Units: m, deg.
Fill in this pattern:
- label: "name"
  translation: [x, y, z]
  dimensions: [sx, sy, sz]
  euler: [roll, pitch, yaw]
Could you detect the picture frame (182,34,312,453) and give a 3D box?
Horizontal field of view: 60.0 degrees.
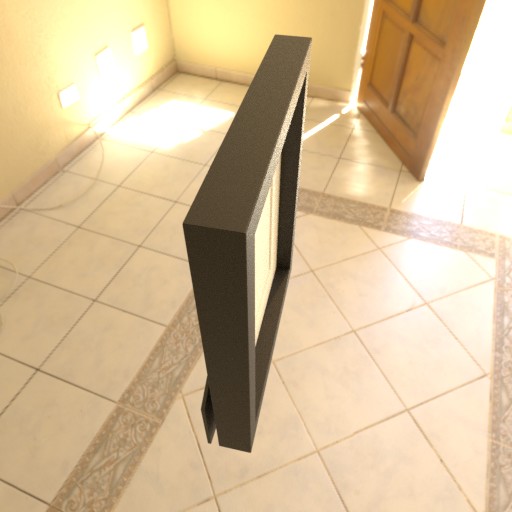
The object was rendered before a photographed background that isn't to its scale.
- label: "picture frame"
  translation: [0.000, 0.000, 0.388]
  dimensions: [0.042, 0.284, 0.232]
  euler: [9, 48, 8]
